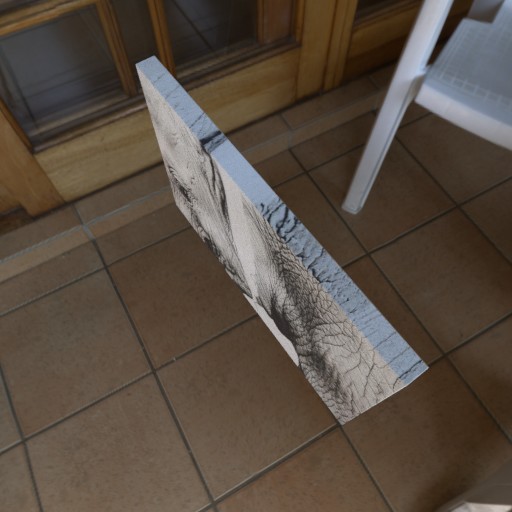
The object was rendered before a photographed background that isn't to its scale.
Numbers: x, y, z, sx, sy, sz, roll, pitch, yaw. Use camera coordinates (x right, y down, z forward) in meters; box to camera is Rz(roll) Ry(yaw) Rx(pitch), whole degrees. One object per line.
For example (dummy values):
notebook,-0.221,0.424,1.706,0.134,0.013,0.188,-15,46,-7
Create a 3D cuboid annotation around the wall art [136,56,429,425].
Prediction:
wall art,0.000,0.000,0.780,0.035,0.407,0.613,-33,68,-15
